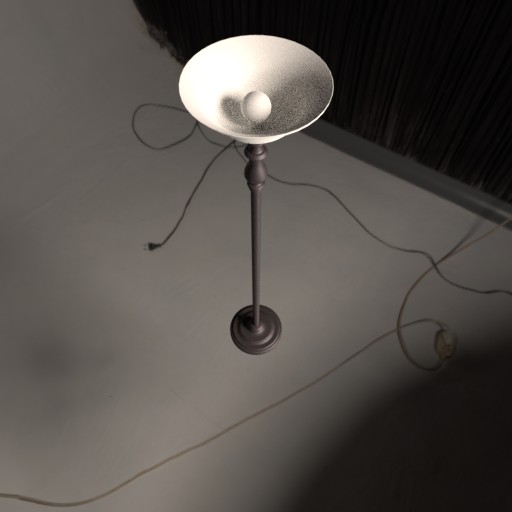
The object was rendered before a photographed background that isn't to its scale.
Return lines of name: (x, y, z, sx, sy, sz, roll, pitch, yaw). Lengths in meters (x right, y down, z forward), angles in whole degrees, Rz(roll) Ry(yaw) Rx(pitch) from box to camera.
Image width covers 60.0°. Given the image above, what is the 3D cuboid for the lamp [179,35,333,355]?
lamp: (0.000, 0.000, 1.936, 0.405, 1.797, 0.405, 29, 64, 16)
